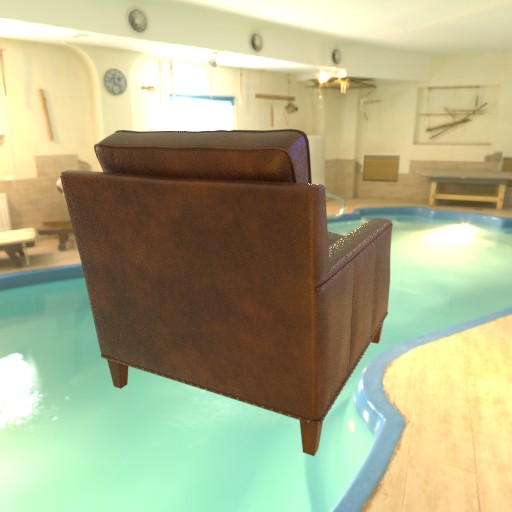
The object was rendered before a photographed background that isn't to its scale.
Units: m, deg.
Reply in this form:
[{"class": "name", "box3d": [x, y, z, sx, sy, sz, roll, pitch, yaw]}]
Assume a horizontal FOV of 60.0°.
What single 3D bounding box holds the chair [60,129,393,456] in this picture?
[{"class": "chair", "box3d": [0.000, 0.000, 1.693, 0.853, 0.929, 1.014, 8, 18, 27]}]
